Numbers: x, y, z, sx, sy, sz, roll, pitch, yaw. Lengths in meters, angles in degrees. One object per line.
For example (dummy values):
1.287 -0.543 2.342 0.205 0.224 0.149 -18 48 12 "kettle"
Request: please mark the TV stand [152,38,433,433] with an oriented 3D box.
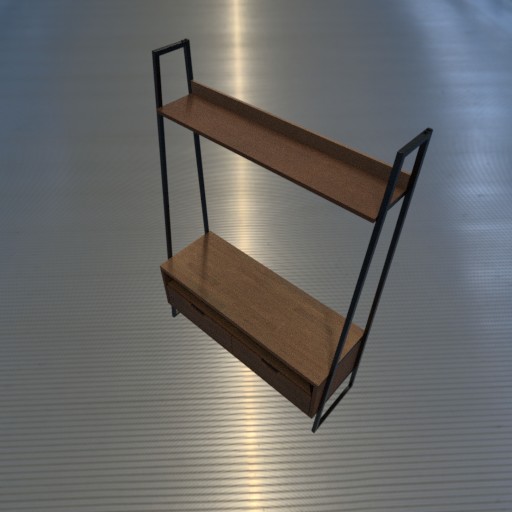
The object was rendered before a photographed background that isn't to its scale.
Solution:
0.000 0.000 2.316 1.250 1.772 0.432 33 54 28 "TV stand"
